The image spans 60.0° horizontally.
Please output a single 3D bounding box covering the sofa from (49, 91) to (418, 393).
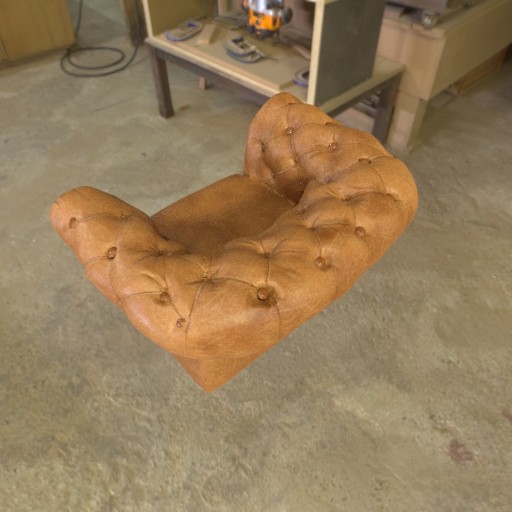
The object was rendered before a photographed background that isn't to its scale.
[{"bbox_3d":[0.000,0.000,2.051,1.405,0.878,1.033,-34,55,-28],"label":"sofa"}]
